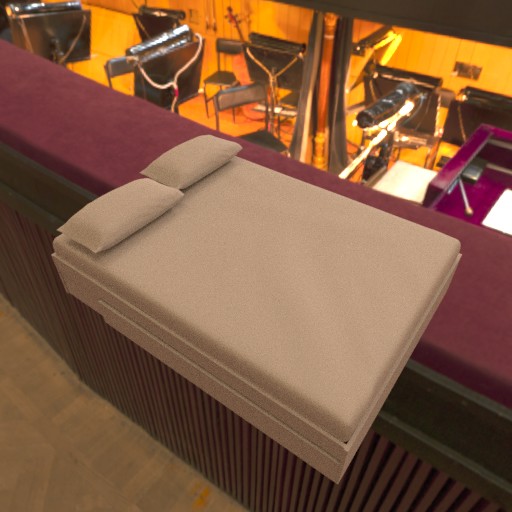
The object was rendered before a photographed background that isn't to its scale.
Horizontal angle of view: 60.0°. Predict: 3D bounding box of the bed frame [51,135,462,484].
[{"bbox_3d":[0.000,0.000,2.607,1.950,0.629,1.450,26,48,26],"label":"bed frame"}]
